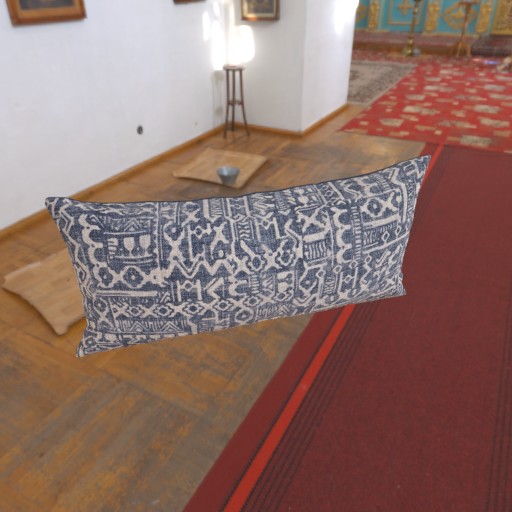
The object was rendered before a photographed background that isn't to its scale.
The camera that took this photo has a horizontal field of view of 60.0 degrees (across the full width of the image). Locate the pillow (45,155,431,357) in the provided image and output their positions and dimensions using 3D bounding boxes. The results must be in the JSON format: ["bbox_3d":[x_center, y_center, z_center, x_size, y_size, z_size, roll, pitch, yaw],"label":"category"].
[{"bbox_3d":[0.000,0.000,0.747,0.631,0.292,0.148,-9,33,-14],"label":"pillow"}]
